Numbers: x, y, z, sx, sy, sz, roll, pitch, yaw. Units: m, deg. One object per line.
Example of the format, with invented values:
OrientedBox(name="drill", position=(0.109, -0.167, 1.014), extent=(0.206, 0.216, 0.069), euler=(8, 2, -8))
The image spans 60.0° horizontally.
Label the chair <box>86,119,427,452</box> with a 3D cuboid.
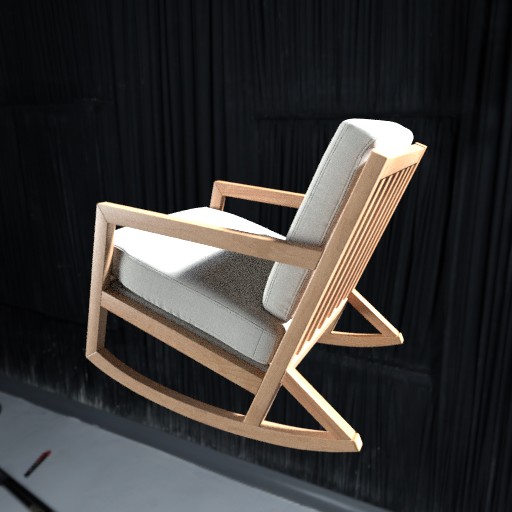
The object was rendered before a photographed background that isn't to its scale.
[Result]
OrientedBox(name="chair", position=(0.000, 0.000, 1.360), extent=(0.857, 0.790, 0.622), euler=(8, 18, 25))
